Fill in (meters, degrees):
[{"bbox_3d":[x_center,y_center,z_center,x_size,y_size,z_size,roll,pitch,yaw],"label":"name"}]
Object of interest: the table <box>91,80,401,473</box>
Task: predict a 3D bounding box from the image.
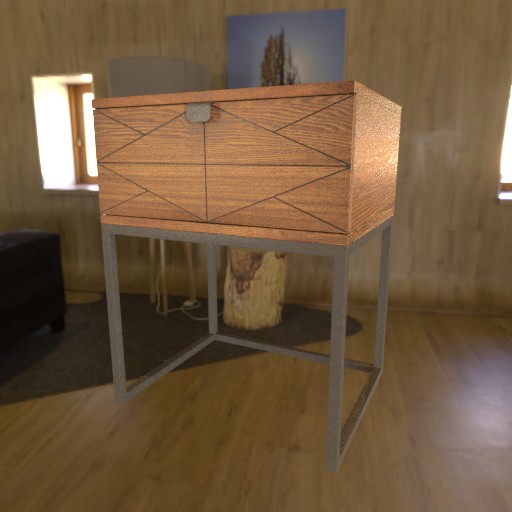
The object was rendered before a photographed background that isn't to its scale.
[{"bbox_3d":[0.000,0.000,0.928,0.482,0.610,0.400,6,15,26],"label":"table"}]
